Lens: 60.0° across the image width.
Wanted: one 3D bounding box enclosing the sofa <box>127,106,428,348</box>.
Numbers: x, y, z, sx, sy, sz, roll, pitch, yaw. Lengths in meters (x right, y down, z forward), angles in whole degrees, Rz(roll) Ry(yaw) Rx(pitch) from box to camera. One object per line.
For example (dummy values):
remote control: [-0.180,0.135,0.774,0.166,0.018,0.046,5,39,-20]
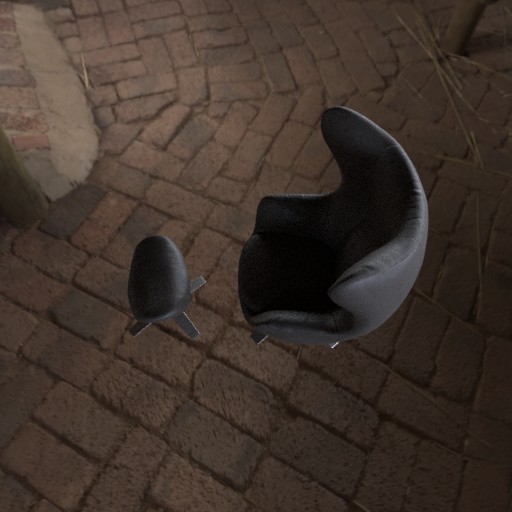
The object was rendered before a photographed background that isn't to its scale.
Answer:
sofa: [0.000,0.000,2.146,1.444,1.135,0.894,2,59,1]
